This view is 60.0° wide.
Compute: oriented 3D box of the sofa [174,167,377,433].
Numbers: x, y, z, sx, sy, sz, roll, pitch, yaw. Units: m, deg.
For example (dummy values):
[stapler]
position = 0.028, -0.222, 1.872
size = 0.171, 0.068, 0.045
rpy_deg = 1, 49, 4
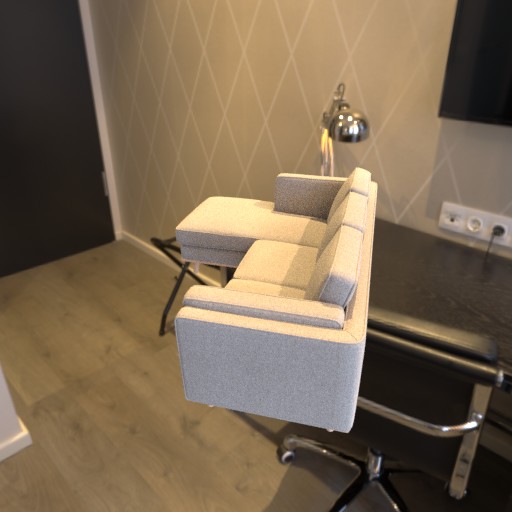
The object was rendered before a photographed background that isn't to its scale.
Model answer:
[sofa]
position = 0.000, 0.000, 3.206
size = 1.604, 0.929, 2.411
rpy_deg = 7, 28, 13
